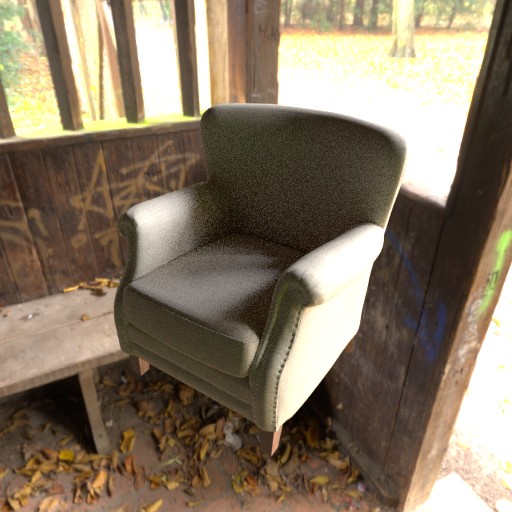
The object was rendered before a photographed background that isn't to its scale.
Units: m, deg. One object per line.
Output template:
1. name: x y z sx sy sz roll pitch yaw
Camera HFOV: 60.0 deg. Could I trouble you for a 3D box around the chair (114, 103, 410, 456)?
1. chair: 0.000 0.000 1.672 0.861 0.936 0.921 19 36 29
